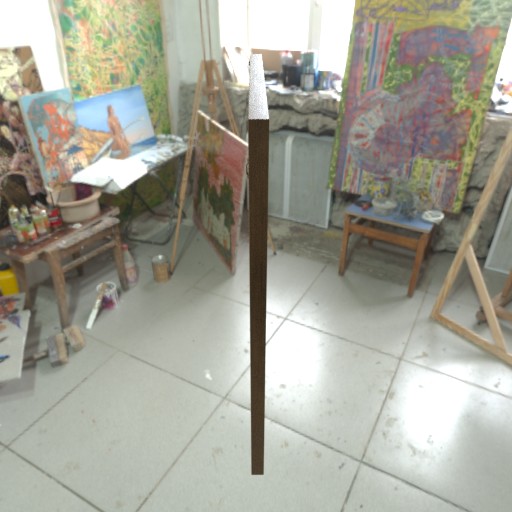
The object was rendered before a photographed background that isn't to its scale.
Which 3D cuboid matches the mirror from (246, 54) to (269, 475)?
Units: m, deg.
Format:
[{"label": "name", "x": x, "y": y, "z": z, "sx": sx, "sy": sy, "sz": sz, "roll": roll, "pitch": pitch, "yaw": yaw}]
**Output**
[{"label": "mirror", "x": 0.000, "y": 0.000, "z": 1.335, "sx": 0.040, "sy": 1.016, "sz": 0.762, "roll": 0, "pitch": 32, "yaw": 0}]
